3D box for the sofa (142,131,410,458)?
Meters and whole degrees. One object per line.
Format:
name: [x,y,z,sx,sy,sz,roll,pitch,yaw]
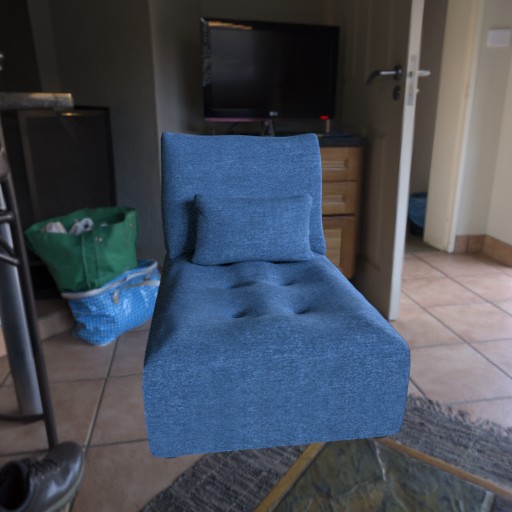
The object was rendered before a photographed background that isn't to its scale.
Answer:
sofa: [0.000,0.000,1.561,0.700,0.820,1.000,-2,18,-7]
